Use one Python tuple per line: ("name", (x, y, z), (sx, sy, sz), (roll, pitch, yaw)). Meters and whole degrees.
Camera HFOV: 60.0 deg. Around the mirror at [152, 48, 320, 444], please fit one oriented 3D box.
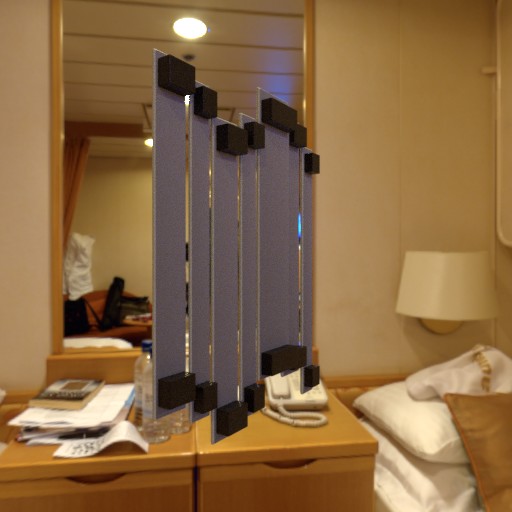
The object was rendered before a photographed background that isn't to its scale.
("mirror", (0.000, 0.000, 0.803), (0.058, 0.611, 0.445), (0, 0, 35))
